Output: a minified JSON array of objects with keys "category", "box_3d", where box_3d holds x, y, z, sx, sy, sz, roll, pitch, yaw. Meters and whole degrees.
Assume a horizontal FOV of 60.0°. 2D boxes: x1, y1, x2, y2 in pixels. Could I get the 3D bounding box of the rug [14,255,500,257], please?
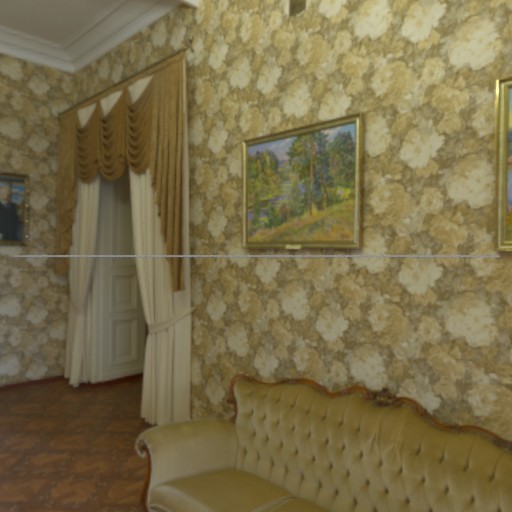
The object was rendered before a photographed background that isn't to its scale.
[{"category":"rug","box_3d":[0.000,0.000,3.891,2.980,0.012,2.363,0,0,-1]}]
